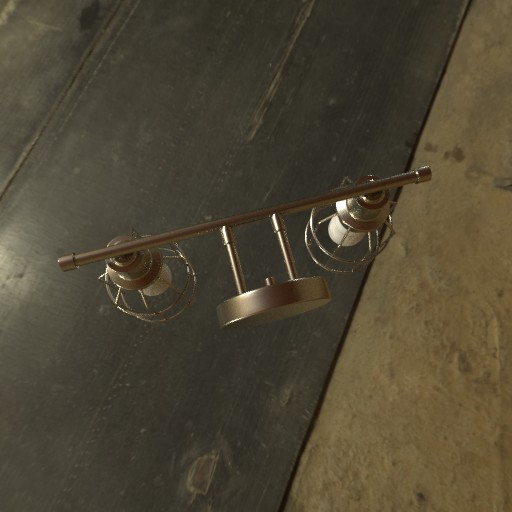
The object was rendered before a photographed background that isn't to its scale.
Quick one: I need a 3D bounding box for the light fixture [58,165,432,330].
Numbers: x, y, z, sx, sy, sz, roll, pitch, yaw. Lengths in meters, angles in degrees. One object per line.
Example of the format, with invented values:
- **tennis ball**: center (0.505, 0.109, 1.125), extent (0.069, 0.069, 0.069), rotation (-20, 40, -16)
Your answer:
- **light fixture**: center (0.000, 0.000, 0.537), extent (0.406, 0.254, 0.165), rotation (-14, 76, -4)
